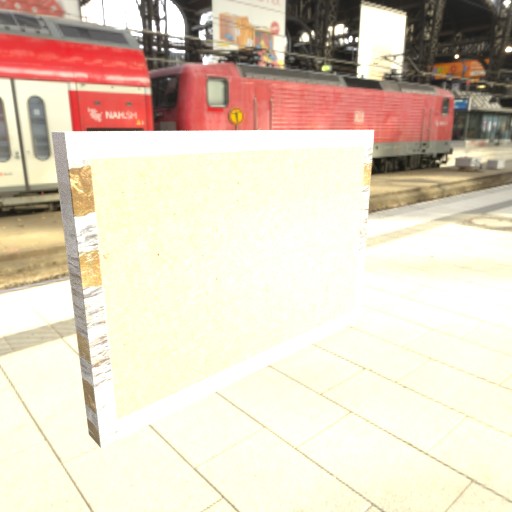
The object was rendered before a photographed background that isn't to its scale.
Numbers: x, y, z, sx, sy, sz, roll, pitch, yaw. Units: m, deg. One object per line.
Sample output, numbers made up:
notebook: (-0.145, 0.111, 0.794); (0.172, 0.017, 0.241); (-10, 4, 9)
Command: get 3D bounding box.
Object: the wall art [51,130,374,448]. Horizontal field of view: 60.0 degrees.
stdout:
wall art: (0.000, 0.000, 0.748); (0.606, 0.407, 0.041); (-15, 22, -41)
